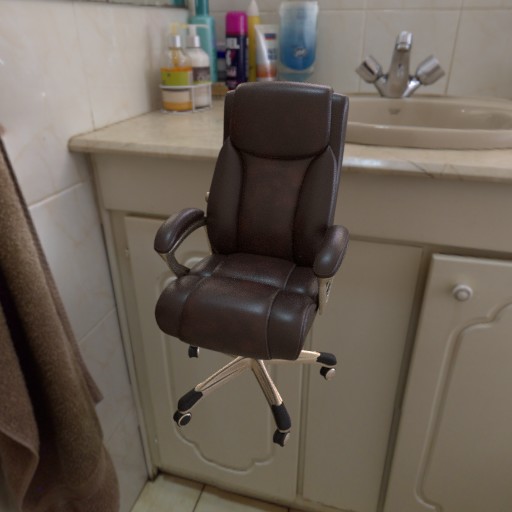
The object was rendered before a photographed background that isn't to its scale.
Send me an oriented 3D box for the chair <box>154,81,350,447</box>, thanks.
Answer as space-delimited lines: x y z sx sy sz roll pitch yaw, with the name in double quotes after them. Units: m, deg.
0.000 0.000 1.697 0.692 1.194 0.749 8 28 16 "chair"
